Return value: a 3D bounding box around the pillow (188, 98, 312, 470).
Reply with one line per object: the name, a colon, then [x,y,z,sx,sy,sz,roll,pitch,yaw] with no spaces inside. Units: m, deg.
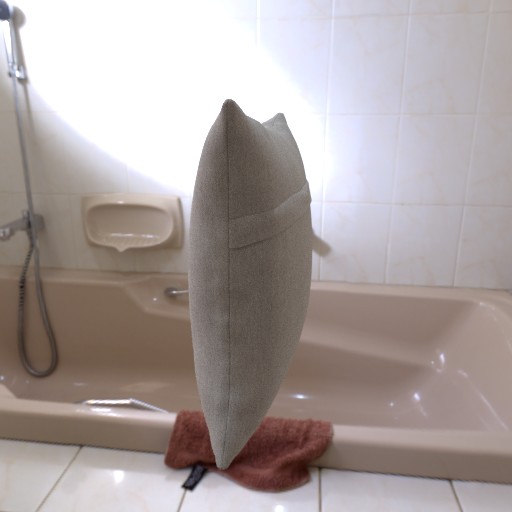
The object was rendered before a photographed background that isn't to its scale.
pillow: [0.000,0.000,0.687,0.173,0.436,0.433,3,16,9]
